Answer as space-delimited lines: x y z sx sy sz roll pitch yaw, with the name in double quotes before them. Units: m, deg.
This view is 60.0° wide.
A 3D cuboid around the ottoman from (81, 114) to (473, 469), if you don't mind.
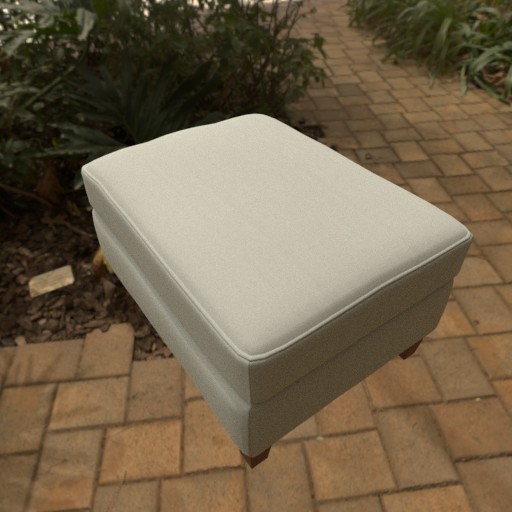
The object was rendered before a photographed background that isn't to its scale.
"ottoman" 0.000 0.000 1.200 0.634 0.496 0.818 -25 46 -26
